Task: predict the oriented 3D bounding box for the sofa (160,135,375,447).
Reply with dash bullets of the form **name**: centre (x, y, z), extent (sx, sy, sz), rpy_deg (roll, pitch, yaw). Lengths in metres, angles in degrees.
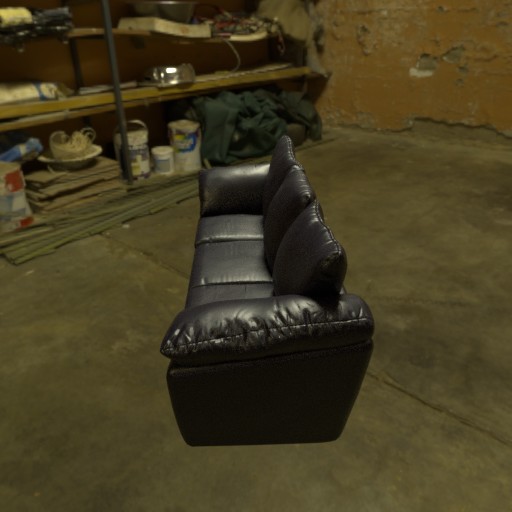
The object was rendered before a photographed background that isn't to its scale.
- **sofa**: centre (0.000, 0.000, 2.859), extent (0.880, 1.073, 2.336), rpy_deg (-1, 28, -2)
